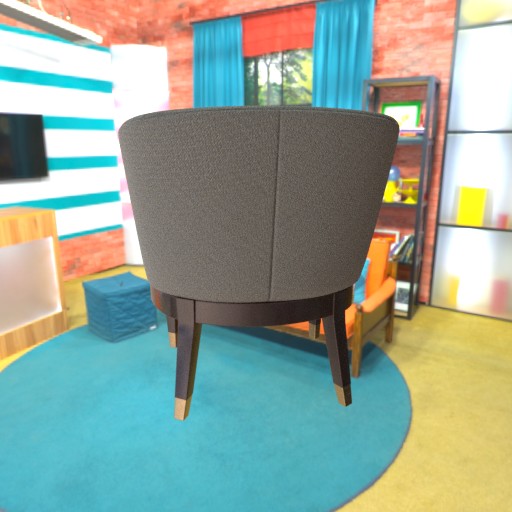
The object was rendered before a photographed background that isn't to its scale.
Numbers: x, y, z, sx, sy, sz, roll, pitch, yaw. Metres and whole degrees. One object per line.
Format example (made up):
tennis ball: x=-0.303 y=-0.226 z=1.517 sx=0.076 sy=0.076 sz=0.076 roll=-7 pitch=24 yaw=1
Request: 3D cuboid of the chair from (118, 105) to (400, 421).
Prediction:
chair: x=0.000 y=0.000 z=1.254 sx=0.700 sy=0.760 sz=0.660 roll=-2 pitch=14 yaw=-8
